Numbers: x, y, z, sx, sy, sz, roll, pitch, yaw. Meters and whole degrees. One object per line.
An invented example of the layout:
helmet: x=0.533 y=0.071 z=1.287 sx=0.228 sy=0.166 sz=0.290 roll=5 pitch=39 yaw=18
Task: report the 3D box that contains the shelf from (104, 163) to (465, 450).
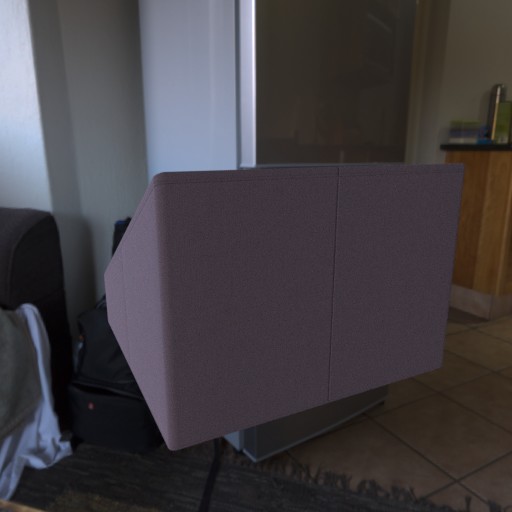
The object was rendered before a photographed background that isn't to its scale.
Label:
shelf: x=0.000 y=0.000 z=0.497 sx=0.292 sy=0.210 sz=0.292 roll=-7 pitch=16 yaw=-26
